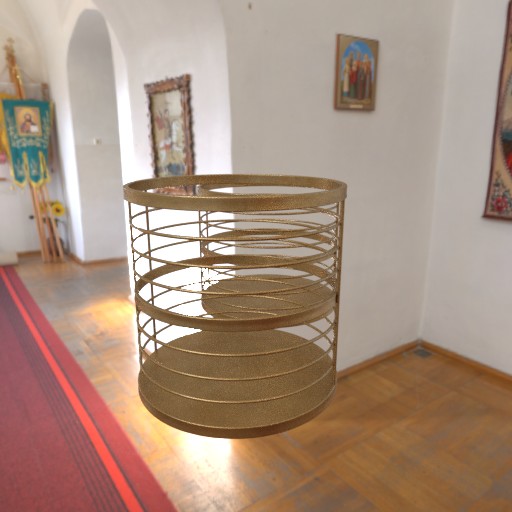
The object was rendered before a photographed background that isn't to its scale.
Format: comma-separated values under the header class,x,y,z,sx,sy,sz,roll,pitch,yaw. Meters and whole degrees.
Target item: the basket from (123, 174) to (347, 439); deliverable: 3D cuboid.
class,x,y,z,sx,sy,sz,roll,pitch,yaw
basket,0.000,0.000,0.953,0.356,0.351,0.746,2,15,9
